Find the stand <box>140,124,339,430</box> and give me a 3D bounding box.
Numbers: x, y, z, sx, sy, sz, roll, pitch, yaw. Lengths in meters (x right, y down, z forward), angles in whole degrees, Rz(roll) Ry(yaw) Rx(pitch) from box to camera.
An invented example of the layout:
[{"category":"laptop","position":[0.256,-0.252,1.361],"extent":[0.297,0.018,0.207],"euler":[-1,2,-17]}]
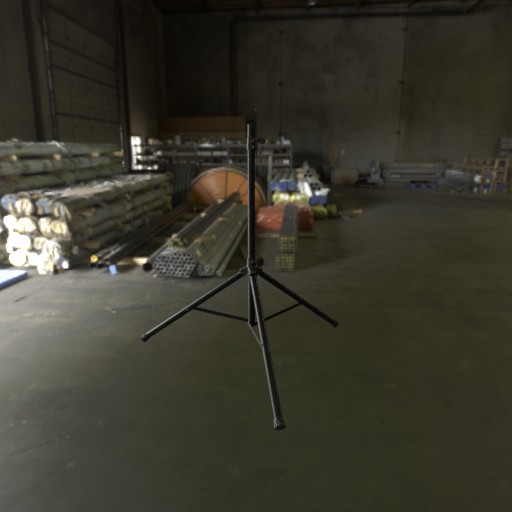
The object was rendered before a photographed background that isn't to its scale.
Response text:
[{"category":"stand","position":[0.000,0.000,2.764],"extent":[1.596,1.595,1.339],"euler":[-2,14,-9]}]
